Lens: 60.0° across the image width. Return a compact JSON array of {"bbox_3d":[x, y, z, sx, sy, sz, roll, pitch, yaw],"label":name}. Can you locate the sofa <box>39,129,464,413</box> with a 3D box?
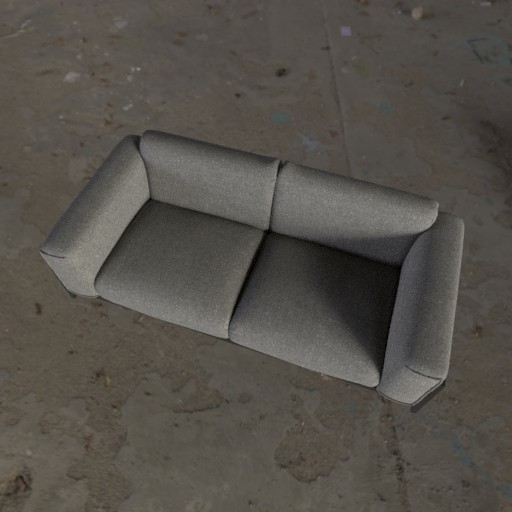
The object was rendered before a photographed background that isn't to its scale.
[{"bbox_3d":[0.000,0.000,2.523,2.125,0.703,0.985,16,57,11],"label":"sofa"}]
